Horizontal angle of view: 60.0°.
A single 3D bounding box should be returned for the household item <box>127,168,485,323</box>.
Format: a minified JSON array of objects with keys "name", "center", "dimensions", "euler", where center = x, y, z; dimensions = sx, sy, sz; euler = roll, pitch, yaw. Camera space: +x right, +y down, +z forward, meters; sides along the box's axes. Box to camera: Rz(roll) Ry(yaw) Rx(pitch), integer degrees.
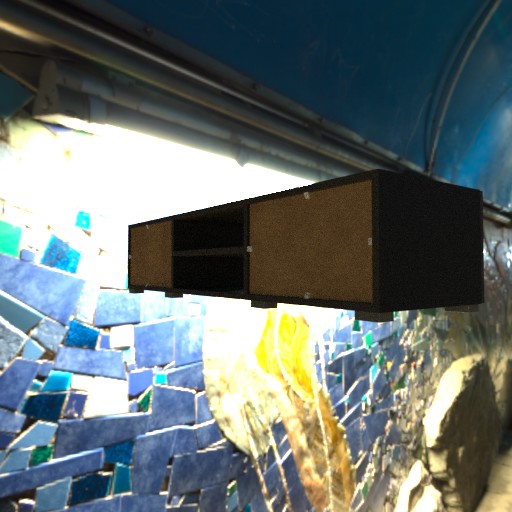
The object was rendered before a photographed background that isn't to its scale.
[{"name":"household item","center":[0.000,0.000,1.573],"dimensions":[0.420,0.310,1.400],"euler":[1,-2,-36]}]
